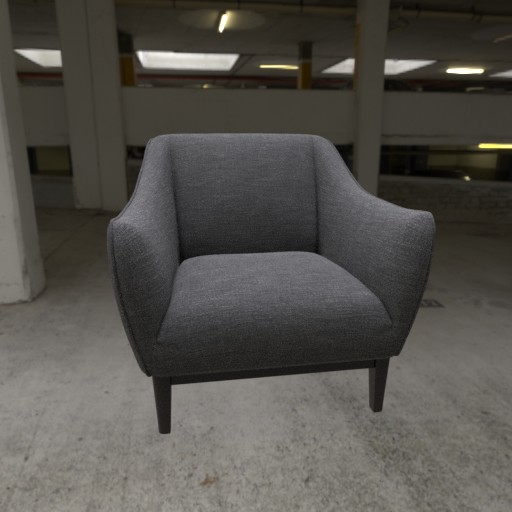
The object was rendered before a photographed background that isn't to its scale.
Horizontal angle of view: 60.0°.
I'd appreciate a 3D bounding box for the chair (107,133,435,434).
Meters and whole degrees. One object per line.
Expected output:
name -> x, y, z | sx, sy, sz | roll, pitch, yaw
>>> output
chair -> 0.000, 0.000, 1.546 | 0.870, 0.829, 0.851 | -2, 15, -9
